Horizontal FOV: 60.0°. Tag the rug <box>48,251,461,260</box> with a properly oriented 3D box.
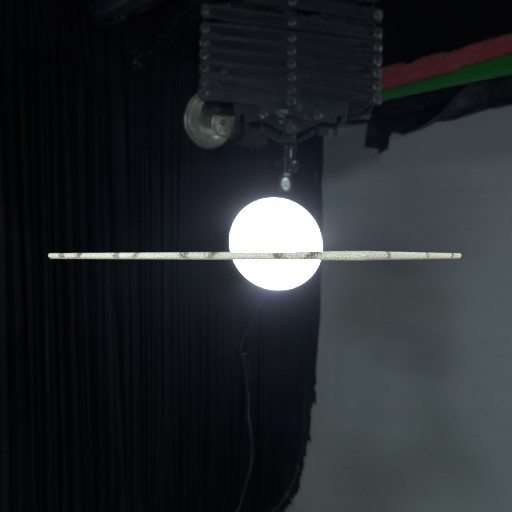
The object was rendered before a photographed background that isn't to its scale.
[{"bbox_3d":[0.000,0.000,2.132,1.600,0.025,1.200,0,0,36],"label":"rug"}]
